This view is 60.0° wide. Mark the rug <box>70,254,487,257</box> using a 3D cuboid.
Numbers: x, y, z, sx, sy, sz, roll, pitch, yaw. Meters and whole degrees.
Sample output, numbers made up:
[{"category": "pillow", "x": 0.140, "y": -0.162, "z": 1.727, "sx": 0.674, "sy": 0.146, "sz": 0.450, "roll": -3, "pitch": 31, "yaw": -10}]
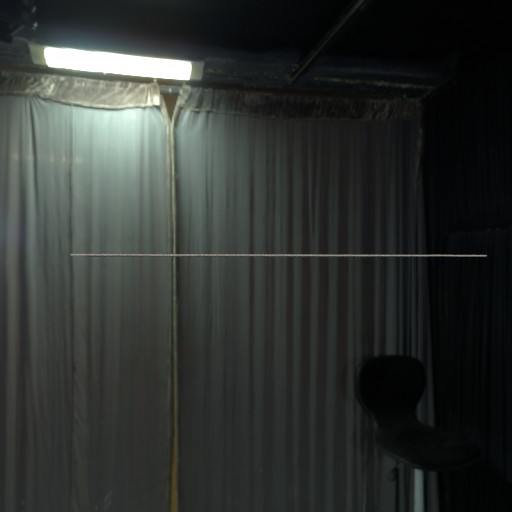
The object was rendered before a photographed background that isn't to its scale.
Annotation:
[{"category": "rug", "x": 0.000, "y": 0.000, "z": 4.194, "sx": 3.048, "sy": 0.012, "sz": 2.444, "roll": 0, "pitch": 0, "yaw": -18}]
